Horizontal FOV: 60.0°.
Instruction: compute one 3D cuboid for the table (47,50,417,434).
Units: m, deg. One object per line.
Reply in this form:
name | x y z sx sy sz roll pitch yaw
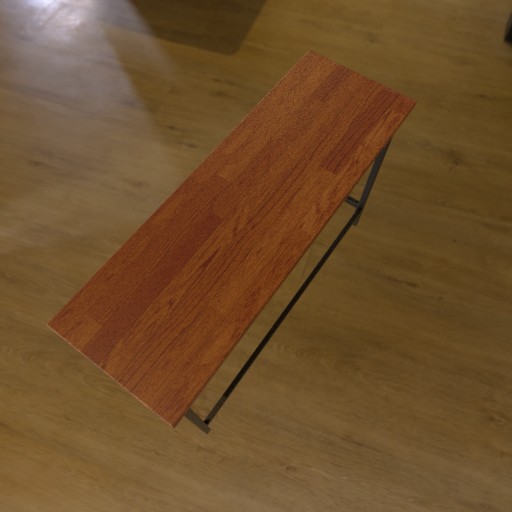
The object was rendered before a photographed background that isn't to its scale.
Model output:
table | 0.000 0.000 1.585 0.408 0.740 1.204 33 68 15
